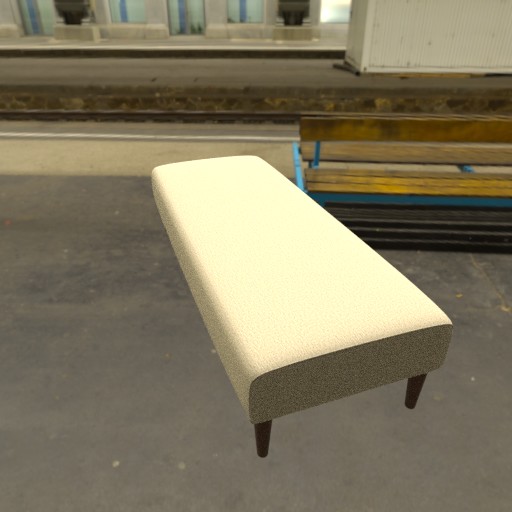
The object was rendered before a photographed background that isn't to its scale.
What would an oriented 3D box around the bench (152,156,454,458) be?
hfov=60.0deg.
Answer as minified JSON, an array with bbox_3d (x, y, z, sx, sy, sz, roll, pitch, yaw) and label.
[{"bbox_3d":[0.000,0.000,1.874,0.646,0.393,1.609,-10,32,-17],"label":"bench"}]
